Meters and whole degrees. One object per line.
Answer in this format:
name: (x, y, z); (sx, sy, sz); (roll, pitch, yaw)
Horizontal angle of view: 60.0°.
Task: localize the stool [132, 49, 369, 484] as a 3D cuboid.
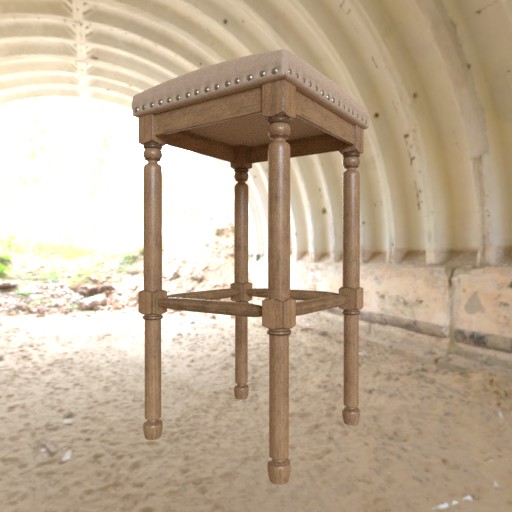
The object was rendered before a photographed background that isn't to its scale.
stool: (0.000, 0.000, 0.980); (0.383, 0.768, 0.382); (0, 0, 35)
